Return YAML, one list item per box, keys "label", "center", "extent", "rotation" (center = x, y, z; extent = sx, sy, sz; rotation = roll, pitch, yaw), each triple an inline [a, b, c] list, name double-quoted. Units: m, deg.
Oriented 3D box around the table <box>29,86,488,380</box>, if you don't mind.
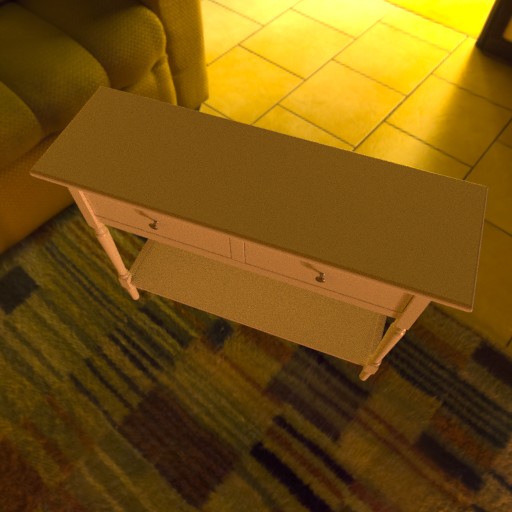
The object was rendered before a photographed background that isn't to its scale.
- label: "table"
  center: [0.000, 0.000, 1.548]
  extent: [1.191, 0.814, 0.386]
  rotation: [18, 60, 10]
